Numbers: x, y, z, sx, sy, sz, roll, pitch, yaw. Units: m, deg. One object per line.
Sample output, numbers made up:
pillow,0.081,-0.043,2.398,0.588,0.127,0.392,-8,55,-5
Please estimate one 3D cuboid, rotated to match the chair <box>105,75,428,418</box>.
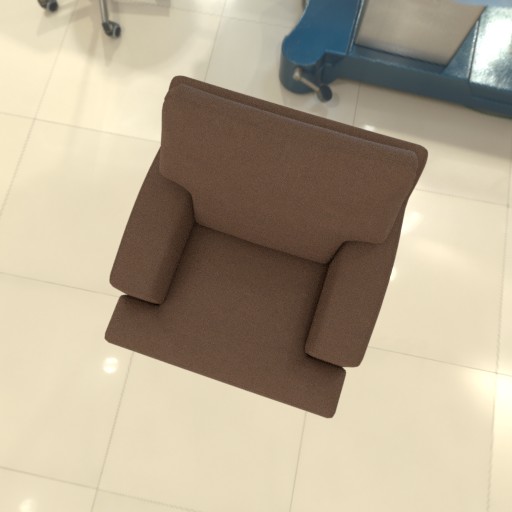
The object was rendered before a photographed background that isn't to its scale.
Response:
chair,0.000,0.000,2.003,1.168,0.940,1.143,18,77,4
